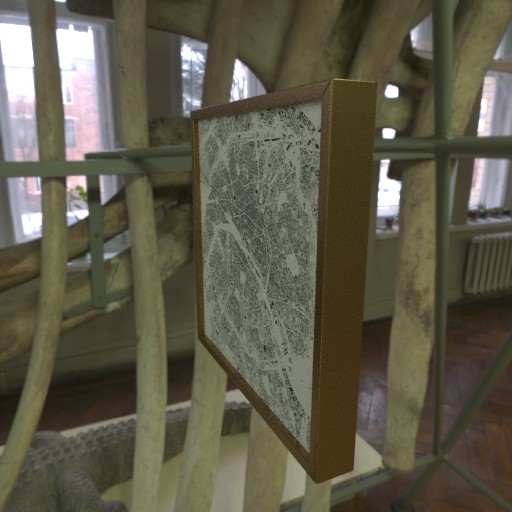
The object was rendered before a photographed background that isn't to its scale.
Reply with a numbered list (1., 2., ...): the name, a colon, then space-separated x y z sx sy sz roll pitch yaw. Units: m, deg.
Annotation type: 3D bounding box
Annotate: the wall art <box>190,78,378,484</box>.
1. wall art: 0.000 0.000 0.459 0.037 0.305 0.305 -6 15 -24
